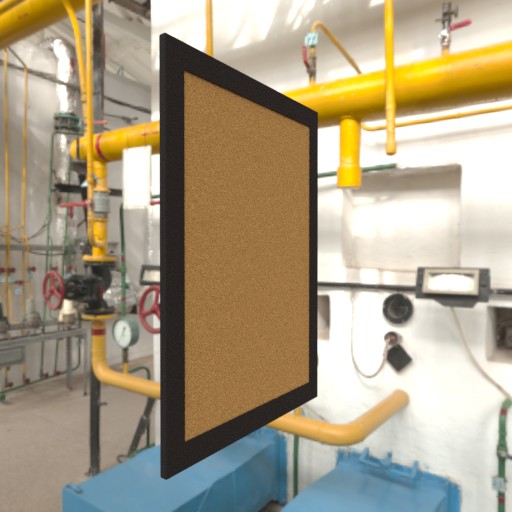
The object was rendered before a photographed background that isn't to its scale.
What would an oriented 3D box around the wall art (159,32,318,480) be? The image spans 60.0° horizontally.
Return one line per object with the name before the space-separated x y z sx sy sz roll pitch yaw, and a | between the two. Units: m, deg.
wall art | 0.000 0.000 0.676 0.012 0.529 0.374 1 1 36
